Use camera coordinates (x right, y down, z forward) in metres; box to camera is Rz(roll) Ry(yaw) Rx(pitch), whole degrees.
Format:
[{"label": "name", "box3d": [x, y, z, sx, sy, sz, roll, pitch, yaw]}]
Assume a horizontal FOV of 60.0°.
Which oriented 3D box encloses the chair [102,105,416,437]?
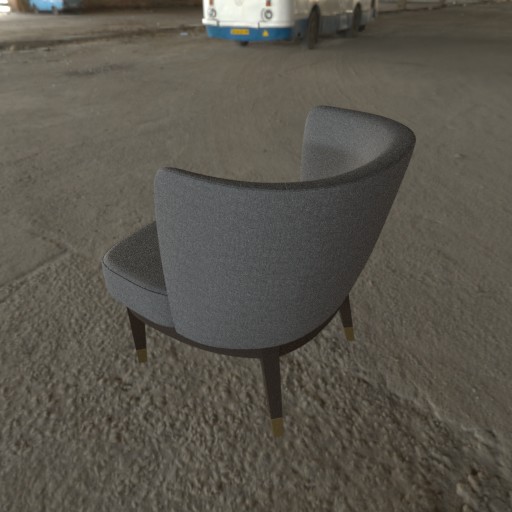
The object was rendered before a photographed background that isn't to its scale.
[{"label": "chair", "box3d": [0.000, 0.000, 1.217, 0.698, 0.695, 0.639, 20, 37, 29]}]
